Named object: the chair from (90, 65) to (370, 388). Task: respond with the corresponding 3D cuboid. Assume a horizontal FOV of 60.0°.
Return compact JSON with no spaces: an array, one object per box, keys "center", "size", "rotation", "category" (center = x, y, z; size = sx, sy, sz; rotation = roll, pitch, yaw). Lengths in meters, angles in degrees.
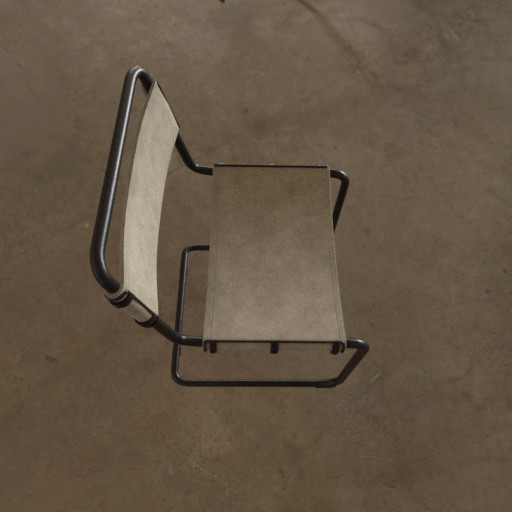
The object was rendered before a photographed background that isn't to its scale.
[{"center":[0.000,0.000,1.069],"size":[0.497,0.747,0.499],"rotation":[0,62,0],"category":"chair"}]
